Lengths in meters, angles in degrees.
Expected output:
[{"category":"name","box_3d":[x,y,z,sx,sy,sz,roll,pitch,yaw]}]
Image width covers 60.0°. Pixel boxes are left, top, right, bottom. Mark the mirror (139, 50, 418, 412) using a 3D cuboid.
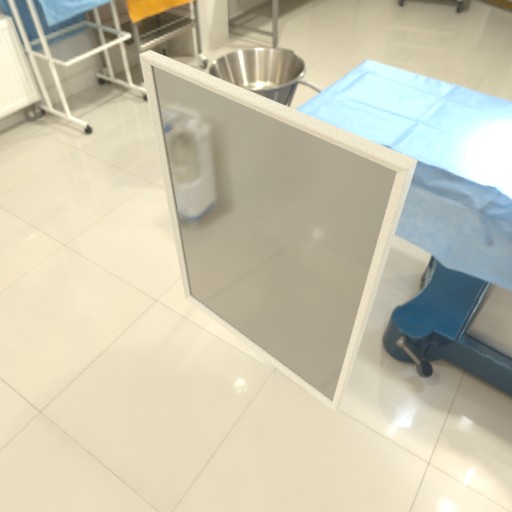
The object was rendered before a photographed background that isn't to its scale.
[{"category":"mirror","box_3d":[0.000,0.000,1.348,0.762,1.016,0.041,32,54,27]}]
